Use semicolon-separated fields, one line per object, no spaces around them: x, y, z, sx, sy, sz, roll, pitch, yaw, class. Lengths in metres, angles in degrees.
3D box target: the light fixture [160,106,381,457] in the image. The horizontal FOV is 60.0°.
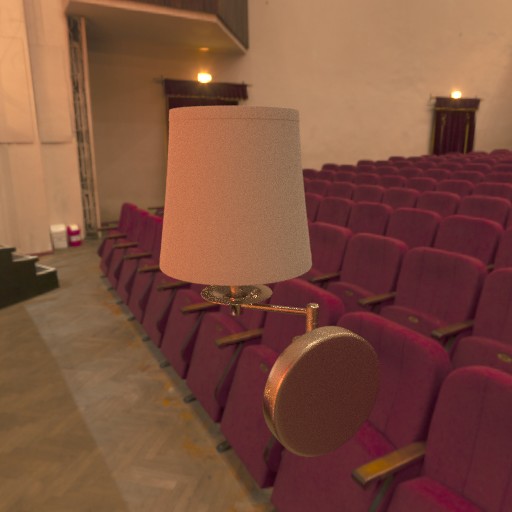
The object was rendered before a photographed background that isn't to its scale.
0.000;0.000;0.600;0.223;0.381;0.348;-7;16;-27;light fixture
